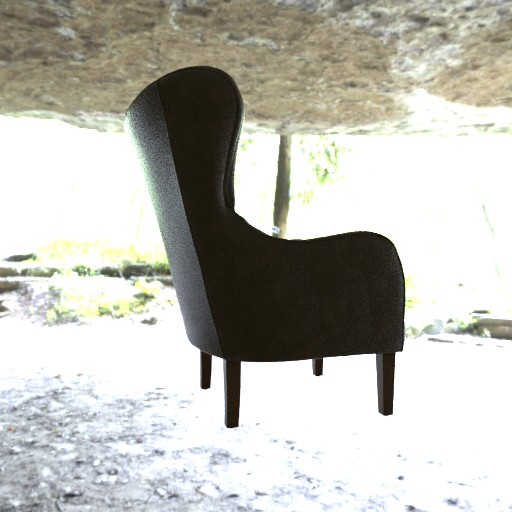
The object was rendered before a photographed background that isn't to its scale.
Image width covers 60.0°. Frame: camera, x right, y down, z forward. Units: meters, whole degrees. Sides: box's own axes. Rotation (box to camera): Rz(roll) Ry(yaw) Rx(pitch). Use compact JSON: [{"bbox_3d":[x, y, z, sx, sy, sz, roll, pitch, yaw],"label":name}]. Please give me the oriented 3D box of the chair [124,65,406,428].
[{"bbox_3d":[0.000,0.000,1.597,0.914,1.048,0.692,0,-1,-17],"label":"chair"}]
